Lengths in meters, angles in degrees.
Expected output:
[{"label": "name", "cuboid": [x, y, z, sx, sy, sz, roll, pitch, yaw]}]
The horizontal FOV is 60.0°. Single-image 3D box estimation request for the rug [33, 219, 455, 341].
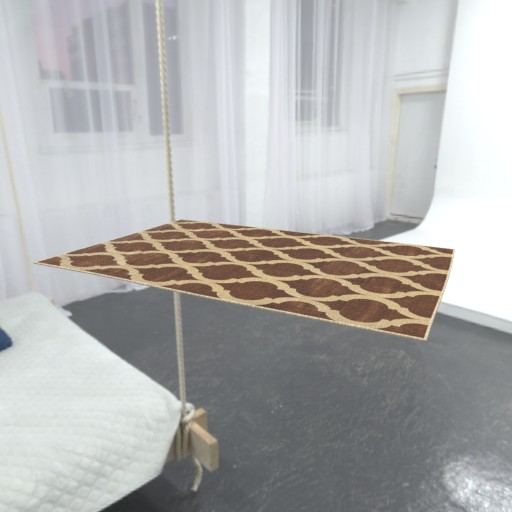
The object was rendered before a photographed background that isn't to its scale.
[{"label": "rug", "cuboid": [0.000, 0.000, 2.855, 2.284, 0.008, 1.522, 8, 18, 26]}]
